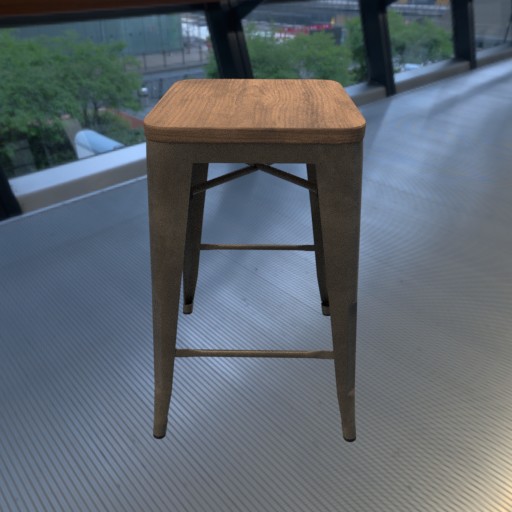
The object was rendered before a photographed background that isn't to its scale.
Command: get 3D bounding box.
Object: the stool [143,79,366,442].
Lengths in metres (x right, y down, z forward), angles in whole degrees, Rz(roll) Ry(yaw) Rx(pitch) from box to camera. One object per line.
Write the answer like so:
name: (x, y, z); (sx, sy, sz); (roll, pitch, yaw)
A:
stool: (0.000, 0.000, 0.886); (0.407, 0.607, 0.407); (1, 32, 1)
